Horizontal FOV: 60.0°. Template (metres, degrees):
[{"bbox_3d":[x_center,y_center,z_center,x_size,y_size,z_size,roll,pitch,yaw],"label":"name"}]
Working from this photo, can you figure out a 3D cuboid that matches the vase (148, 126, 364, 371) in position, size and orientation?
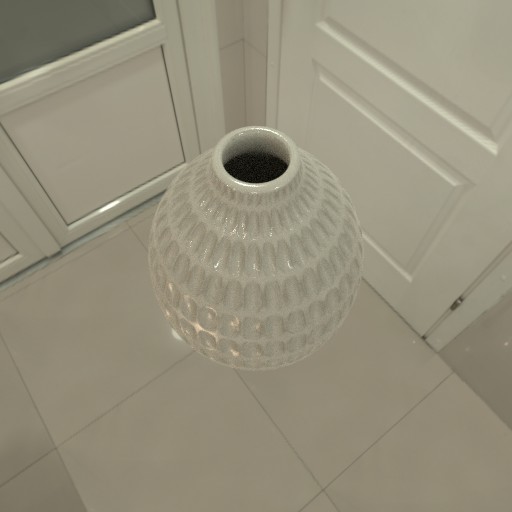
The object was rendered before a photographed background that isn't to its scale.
[{"bbox_3d":[0.000,0.000,0.341,0.162,0.223,0.162,0,60,0],"label":"vase"}]
